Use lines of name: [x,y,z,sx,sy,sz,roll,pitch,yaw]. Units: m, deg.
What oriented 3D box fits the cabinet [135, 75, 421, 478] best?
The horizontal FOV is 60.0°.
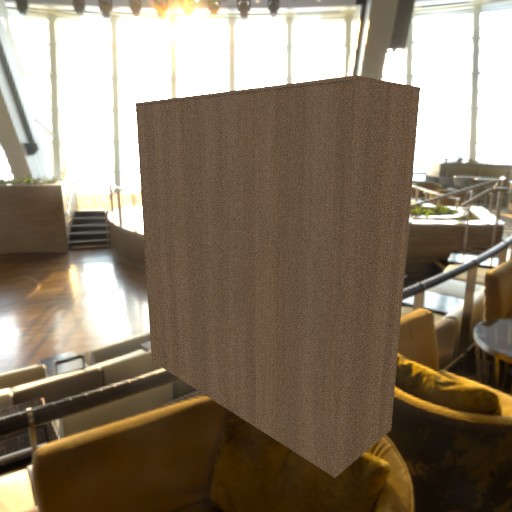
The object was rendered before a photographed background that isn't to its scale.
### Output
cabinet: [0.000,0.000,3.025,0.620,2.060,1.870,-13,20,-43]
